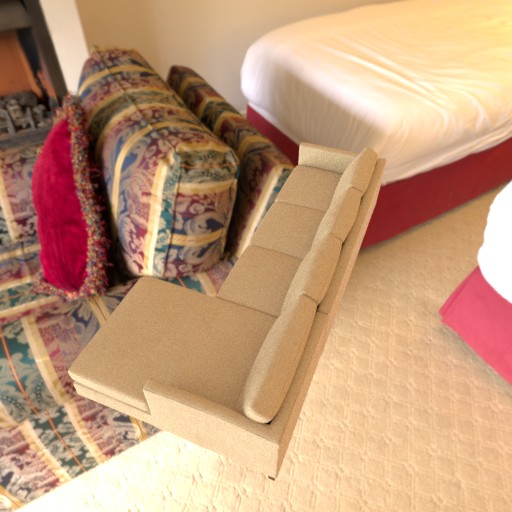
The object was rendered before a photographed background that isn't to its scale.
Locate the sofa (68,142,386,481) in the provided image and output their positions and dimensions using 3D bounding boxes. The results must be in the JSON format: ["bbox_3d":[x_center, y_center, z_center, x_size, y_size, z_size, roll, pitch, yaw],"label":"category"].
[{"bbox_3d":[0.000,0.000,3.947,1.625,0.846,3.186,16,48,16],"label":"sofa"}]
